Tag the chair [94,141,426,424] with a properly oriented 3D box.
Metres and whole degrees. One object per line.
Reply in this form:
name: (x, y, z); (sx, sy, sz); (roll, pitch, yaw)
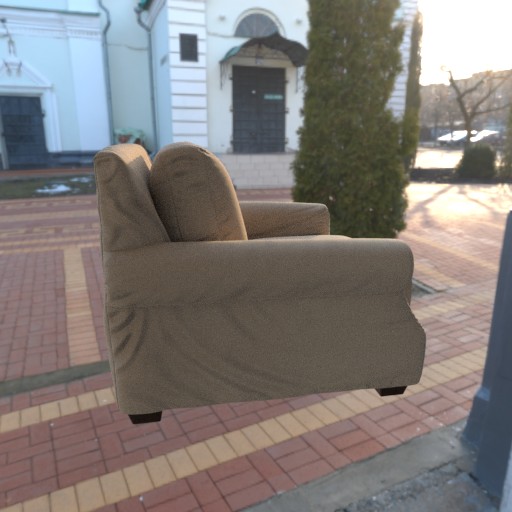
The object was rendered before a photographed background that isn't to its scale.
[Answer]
chair: (0.000, 0.000, 1.726); (1.066, 0.866, 0.940); (-3, 16, -10)
